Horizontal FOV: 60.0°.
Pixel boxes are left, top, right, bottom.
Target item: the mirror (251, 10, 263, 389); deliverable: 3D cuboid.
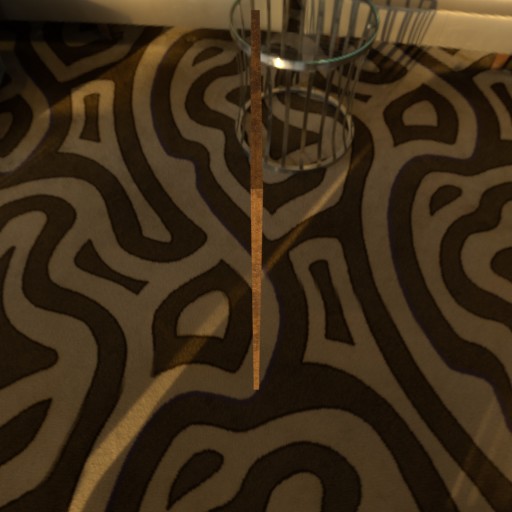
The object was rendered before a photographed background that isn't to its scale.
[{"bbox_3d":[0.000,0.000,2.231,0.032,2.031,0.812,0,59,0],"label":"mirror"}]
